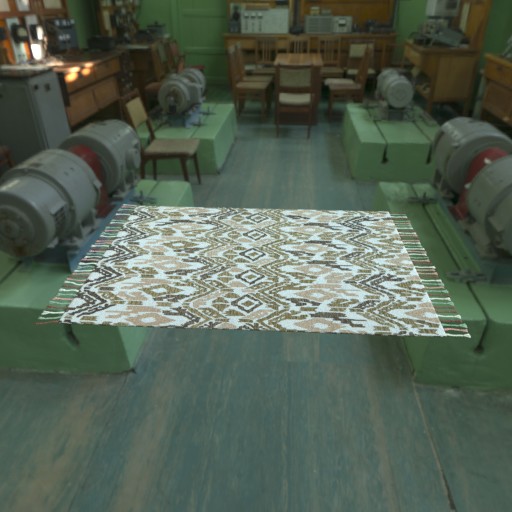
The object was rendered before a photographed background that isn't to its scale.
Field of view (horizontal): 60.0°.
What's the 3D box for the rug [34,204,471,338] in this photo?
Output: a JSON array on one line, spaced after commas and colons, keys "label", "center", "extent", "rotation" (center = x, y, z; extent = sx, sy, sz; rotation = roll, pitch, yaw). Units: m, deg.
[{"label": "rug", "center": [0.000, 0.000, 2.347], "extent": [1.829, 0.008, 1.219], "rotation": [2, 31, 3]}]
